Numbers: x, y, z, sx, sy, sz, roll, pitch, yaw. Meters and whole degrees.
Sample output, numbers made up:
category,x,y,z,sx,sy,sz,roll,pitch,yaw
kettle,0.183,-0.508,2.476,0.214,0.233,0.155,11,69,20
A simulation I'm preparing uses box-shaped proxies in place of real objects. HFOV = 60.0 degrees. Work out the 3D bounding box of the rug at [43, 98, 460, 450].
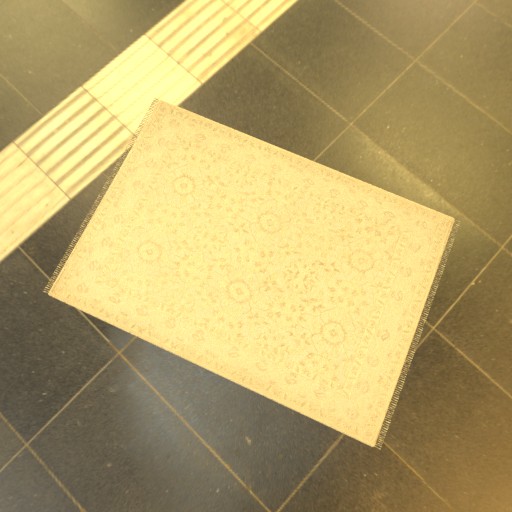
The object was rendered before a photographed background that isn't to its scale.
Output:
category,x,y,z,sx,sy,sz,roll,pitch,yaw
rug,0.000,0.000,2.817,2.233,0.011,1.514,23,77,6
